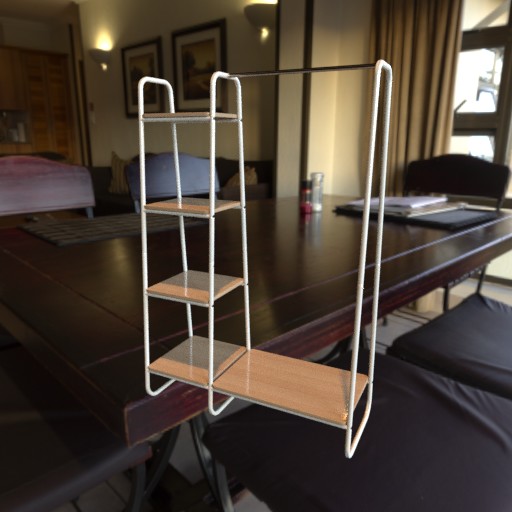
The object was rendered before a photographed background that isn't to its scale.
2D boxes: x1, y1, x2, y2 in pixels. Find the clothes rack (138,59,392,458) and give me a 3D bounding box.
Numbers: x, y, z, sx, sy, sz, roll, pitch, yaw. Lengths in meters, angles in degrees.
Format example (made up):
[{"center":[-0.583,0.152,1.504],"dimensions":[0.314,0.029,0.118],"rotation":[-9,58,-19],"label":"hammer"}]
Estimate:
[{"center":[0.000,0.000,1.932],"dimensions":[1.011,1.500,0.400],"rotation":[7,17,26],"label":"clothes rack"}]
